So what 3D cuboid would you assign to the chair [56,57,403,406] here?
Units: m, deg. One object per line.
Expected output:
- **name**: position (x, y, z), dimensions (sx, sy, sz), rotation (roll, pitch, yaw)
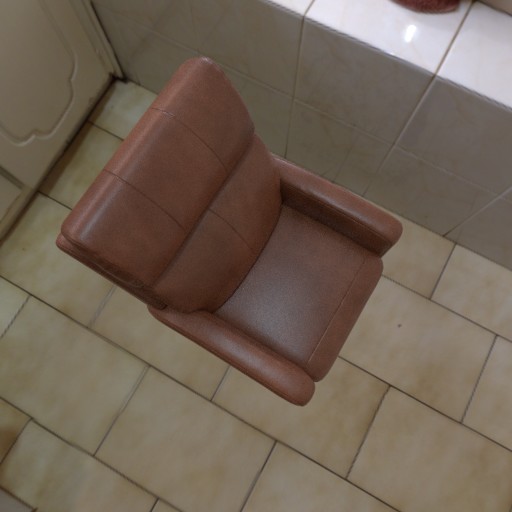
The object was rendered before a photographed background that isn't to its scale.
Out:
- **chair**: position (0.000, 0.000, 1.674), dimensions (0.939, 1.016, 0.787), rotation (31, 78, 7)
